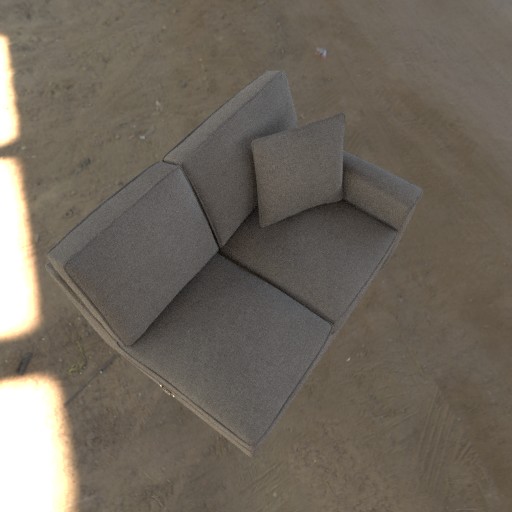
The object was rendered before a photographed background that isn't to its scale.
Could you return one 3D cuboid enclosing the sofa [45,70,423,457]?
[{"bbox_3d":[0.000,0.000,2.060,0.991,0.989,1.388,32,64,18],"label":"sofa"}]
